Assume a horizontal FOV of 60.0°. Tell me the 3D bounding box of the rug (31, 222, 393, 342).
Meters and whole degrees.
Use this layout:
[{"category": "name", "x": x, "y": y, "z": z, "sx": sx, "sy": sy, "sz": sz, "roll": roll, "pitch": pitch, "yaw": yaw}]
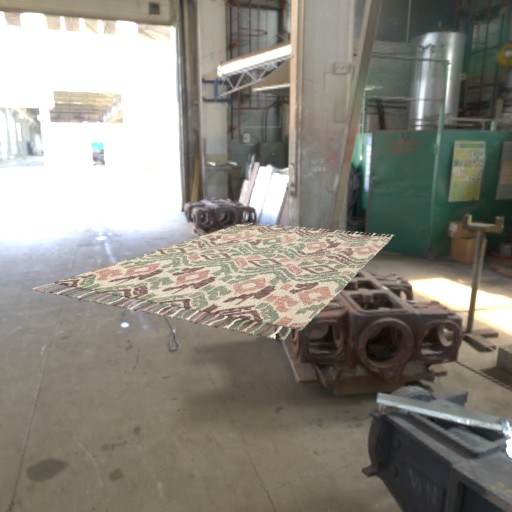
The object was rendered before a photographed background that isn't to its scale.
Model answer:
[{"category": "rug", "x": 0.000, "y": 0.000, "z": 3.114, "sx": 1.524, "sy": 0.011, "sz": 2.438, "roll": 7, "pitch": 15, "yaw": 25}]
